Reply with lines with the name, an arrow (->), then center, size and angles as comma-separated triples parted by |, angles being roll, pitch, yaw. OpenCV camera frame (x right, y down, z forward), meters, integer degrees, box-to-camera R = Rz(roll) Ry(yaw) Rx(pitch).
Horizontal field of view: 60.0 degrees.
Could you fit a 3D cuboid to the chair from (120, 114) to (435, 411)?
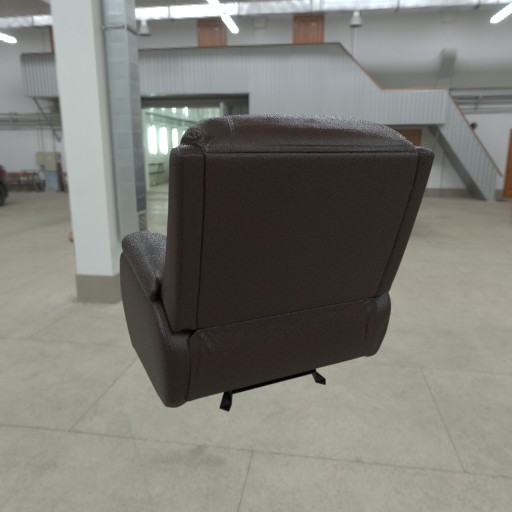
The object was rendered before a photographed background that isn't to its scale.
chair -> 0.000, 0.000, 1.726 | 0.930, 1.011, 0.899 | -7, 15, -26
